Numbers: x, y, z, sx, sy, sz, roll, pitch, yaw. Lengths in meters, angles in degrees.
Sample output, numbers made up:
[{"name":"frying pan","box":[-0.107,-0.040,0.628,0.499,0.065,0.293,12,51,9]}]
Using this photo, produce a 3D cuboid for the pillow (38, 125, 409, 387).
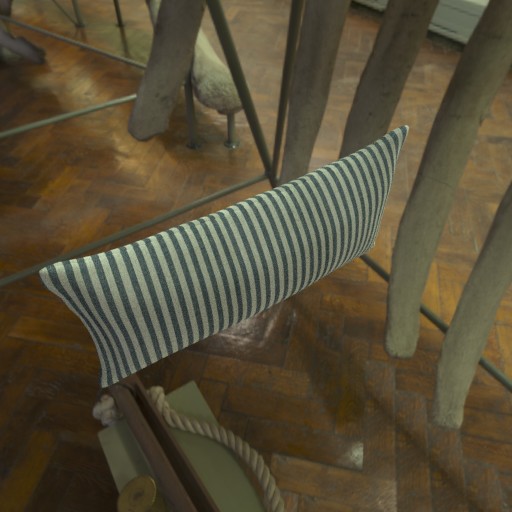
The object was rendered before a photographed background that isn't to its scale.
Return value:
[{"name":"pillow","box":[0.000,0.000,0.744,0.617,0.295,0.151,-25,52,-22]}]
